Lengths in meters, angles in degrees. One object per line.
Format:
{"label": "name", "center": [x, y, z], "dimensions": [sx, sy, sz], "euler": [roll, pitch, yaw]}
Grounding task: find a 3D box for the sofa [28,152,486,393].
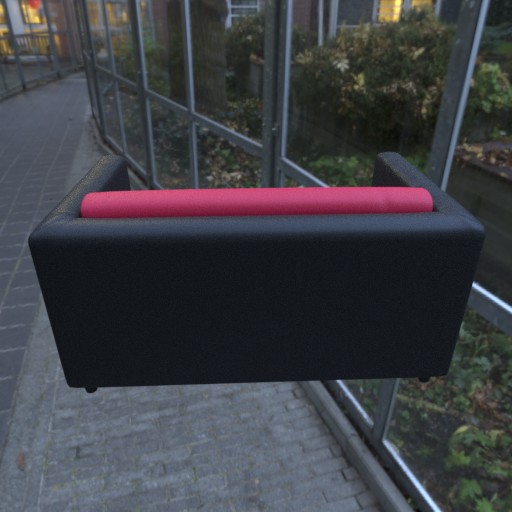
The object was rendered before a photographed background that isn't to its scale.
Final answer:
{"label": "sofa", "center": [0.000, 0.000, 1.847], "dimensions": [1.410, 0.735, 0.845], "euler": [-1, 29, -2]}
